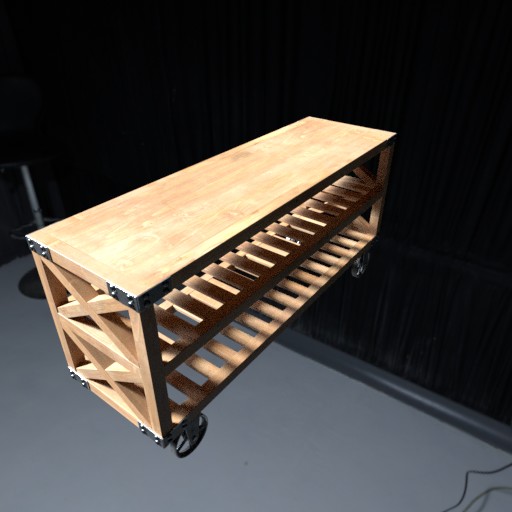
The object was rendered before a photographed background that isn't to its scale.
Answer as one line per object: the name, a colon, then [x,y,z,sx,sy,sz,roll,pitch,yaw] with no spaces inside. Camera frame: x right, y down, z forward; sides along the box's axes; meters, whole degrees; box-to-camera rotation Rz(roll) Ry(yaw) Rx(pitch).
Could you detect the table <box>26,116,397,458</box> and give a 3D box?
table: [0.000,0.000,1.773,0.467,0.711,1.487,22,39,30]
